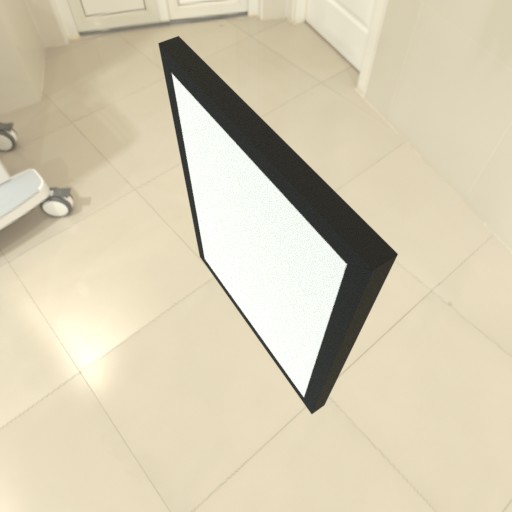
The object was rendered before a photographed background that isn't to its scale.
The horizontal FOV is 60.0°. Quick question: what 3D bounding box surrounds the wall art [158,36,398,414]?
[{"bbox_3d":[0.000,0.000,0.555,0.024,0.404,0.329,-29,61,-18],"label":"wall art"}]
